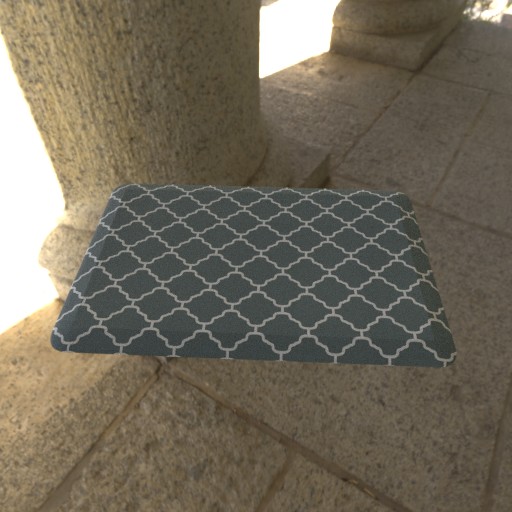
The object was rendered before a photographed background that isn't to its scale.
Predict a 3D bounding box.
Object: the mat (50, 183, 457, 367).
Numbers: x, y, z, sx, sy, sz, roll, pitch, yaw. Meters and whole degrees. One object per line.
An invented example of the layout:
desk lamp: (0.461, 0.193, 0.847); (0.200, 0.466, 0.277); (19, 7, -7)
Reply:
mat: (0.000, 0.000, 0.977); (0.762, 0.021, 0.508); (2, 46, 2)
